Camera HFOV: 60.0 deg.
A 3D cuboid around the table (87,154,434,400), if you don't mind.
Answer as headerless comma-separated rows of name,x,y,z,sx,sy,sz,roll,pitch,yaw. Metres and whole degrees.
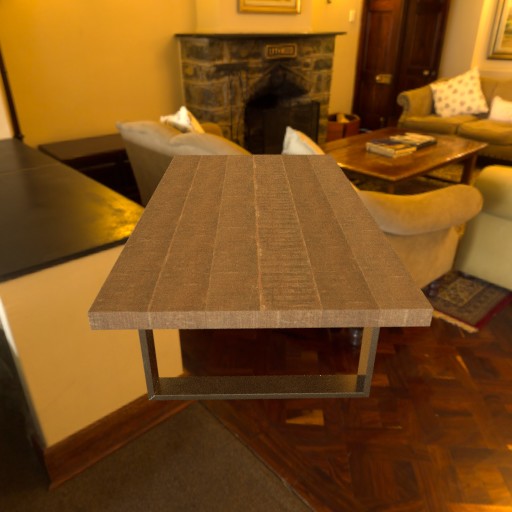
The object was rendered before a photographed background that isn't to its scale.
table,0.000,0.000,1.743,0.800,0.440,1.400,0,27,-1
